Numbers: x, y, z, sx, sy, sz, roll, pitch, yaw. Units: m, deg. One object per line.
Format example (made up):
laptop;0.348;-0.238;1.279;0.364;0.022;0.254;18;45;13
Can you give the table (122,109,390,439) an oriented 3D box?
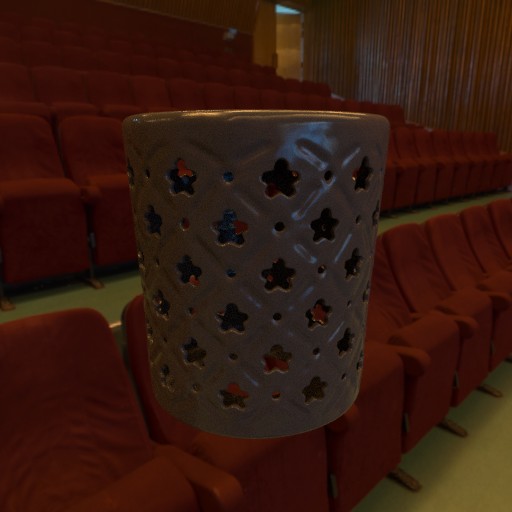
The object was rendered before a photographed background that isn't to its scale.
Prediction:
table;0.000;0.000;0.645;0.352;0.387;0.352;0;14;0
